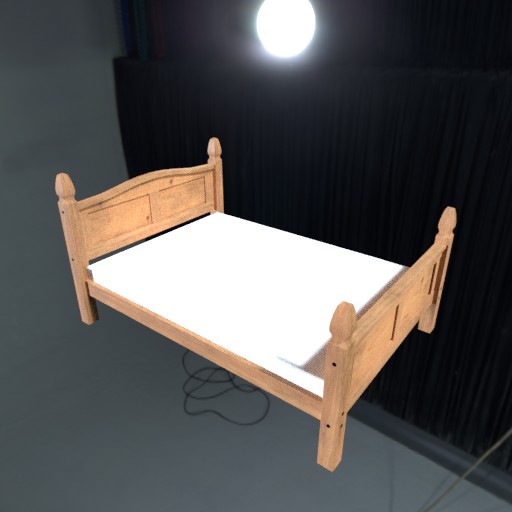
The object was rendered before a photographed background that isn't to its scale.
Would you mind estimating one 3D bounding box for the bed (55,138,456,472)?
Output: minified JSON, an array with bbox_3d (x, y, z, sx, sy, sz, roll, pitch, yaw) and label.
[{"bbox_3d":[0.000,0.000,2.961,2.069,1.100,1.490,19,32,33],"label":"bed"}]
